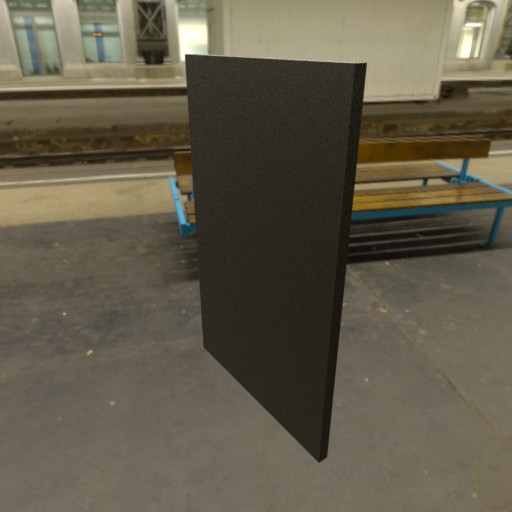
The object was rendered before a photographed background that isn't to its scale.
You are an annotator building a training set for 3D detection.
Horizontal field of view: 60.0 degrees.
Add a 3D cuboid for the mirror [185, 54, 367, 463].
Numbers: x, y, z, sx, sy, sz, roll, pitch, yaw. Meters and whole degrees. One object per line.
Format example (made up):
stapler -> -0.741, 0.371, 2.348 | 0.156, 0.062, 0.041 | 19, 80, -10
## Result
mirror -> 0.000, 0.000, 1.490 | 0.038, 1.219, 0.762 | -18, 31, -32
